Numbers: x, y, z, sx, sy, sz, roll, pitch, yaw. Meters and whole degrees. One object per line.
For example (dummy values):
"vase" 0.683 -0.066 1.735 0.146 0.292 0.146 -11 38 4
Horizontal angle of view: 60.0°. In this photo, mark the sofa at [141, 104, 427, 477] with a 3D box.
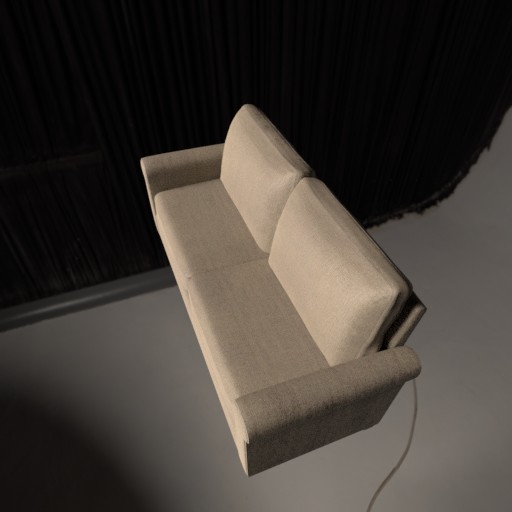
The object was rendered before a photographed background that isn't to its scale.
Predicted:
"sofa" 0.000 0.000 2.408 0.842 0.942 1.935 -16 47 -15
